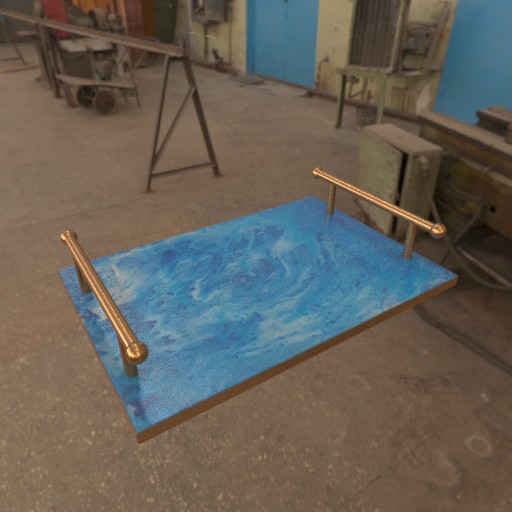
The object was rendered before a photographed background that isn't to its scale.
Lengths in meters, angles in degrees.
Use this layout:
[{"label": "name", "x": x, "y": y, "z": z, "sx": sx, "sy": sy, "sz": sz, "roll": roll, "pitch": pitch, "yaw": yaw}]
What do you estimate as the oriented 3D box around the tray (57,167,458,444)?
[{"label": "tray", "x": 0.000, "y": 0.000, "z": 0.578, "sx": 0.444, "sy": 0.084, "sz": 0.304, "roll": -19, "pitch": 37, "yaw": -28}]
